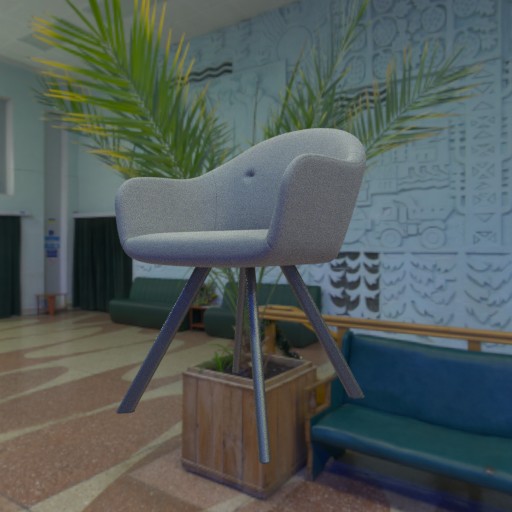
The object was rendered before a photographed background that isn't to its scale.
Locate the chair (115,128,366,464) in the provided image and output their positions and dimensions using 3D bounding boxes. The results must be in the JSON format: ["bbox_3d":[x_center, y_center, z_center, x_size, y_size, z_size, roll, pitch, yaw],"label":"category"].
[{"bbox_3d":[0.000,0.000,1.198,0.540,0.780,0.570,1,1,36],"label":"chair"}]
